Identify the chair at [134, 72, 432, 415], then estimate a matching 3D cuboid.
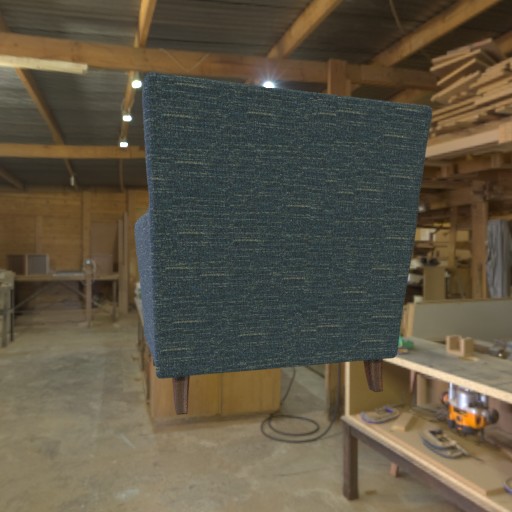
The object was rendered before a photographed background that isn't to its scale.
[{"bbox_3d":[0.000,0.000,1.635,0.864,0.928,0.873,0,1,-18],"label":"chair"}]
